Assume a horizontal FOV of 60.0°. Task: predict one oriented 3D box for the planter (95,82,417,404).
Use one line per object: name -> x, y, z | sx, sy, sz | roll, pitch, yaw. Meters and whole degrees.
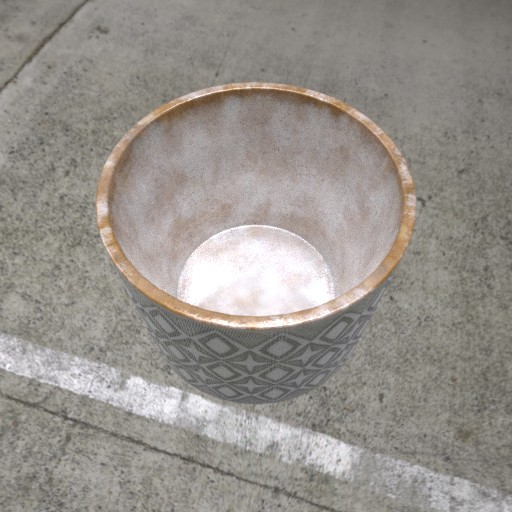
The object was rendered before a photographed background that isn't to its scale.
planter -> 0.000, 0.000, 0.450 | 0.255, 0.223, 0.255 | 0, 58, 0
